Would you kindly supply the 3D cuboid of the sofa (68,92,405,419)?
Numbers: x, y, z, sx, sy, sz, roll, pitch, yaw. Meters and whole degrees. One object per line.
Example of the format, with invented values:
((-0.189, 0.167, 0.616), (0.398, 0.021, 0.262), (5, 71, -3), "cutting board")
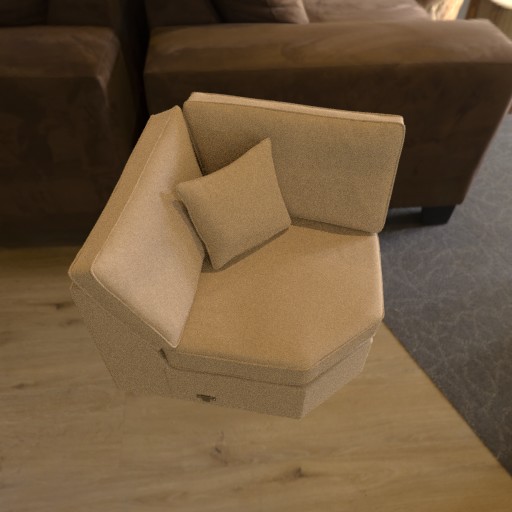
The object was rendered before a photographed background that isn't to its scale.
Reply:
((0.000, 0.000, 1.848), (1.042, 0.937, 1.050), (8, 48, 7), "sofa")
